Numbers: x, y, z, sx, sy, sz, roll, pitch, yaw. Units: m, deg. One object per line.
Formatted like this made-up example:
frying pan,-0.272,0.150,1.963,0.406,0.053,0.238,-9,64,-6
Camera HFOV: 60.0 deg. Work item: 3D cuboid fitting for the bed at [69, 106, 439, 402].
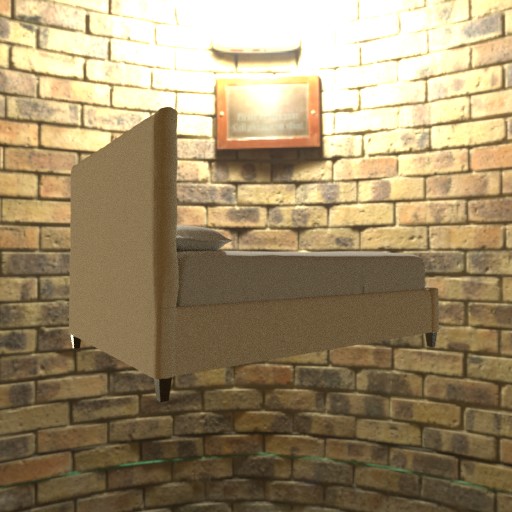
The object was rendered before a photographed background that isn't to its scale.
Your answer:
bed,0.000,0.000,3.477,2.387,1.427,1.698,0,-1,-36
